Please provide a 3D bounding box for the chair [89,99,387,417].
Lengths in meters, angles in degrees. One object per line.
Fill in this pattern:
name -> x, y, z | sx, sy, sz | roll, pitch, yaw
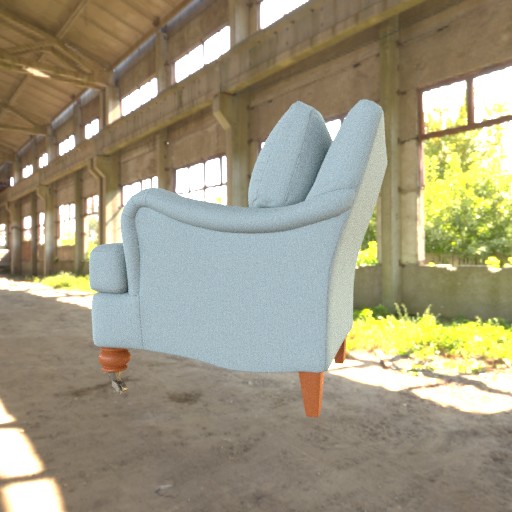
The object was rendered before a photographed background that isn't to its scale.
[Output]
chair -> 0.000, 0.000, 1.902 | 1.070, 1.038, 0.955 | 0, 0, 17
